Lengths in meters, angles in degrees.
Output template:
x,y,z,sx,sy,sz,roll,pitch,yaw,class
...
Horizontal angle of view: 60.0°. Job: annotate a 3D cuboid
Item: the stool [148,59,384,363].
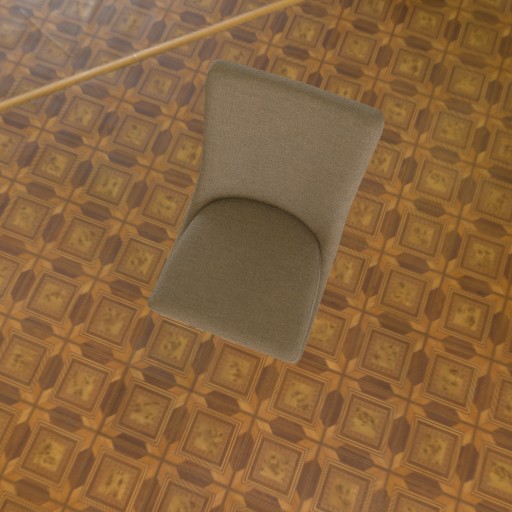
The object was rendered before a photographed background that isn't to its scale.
x,y,z,sx,sy,sz,roll,pitch,yaw,class
0.000,0.000,1.431,0.470,1.078,0.577,20,76,5,stool
